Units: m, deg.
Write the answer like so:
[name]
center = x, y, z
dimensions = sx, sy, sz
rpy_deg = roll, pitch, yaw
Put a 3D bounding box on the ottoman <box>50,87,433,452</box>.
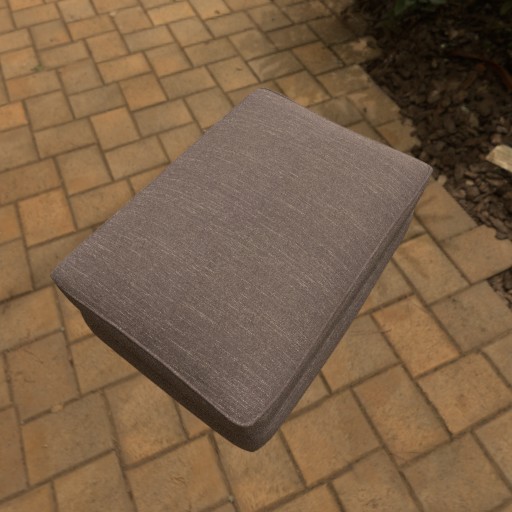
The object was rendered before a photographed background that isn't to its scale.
[ottoman]
center = 0.000, 0.000, 1.000
dimensions = 0.508, 0.406, 0.686
rpy_deg = 32, 63, 18
